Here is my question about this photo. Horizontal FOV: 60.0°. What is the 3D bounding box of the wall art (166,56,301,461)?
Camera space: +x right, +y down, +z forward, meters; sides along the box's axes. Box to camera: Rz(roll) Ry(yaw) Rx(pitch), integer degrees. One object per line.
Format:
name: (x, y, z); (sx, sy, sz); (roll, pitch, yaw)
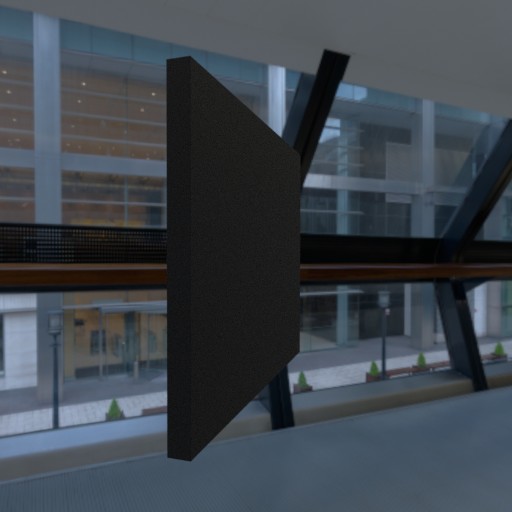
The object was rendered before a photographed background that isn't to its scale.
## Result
wall art: (0.000, 0.000, 0.768); (0.031, 0.457, 0.558); (0, 1, 18)
